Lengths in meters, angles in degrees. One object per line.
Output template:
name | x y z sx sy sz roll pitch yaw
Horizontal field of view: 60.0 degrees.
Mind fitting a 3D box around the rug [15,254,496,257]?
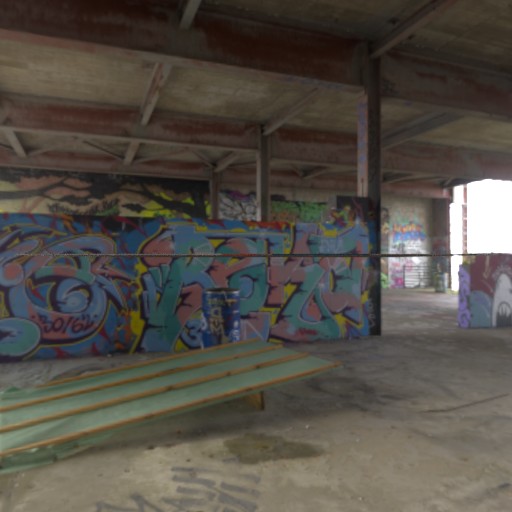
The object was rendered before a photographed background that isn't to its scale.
rug | 0.000 0.000 2.279 1.828 0.005 1.220 0 -1 -1
